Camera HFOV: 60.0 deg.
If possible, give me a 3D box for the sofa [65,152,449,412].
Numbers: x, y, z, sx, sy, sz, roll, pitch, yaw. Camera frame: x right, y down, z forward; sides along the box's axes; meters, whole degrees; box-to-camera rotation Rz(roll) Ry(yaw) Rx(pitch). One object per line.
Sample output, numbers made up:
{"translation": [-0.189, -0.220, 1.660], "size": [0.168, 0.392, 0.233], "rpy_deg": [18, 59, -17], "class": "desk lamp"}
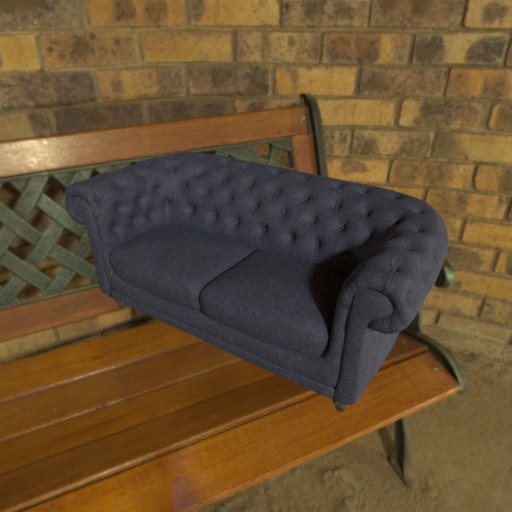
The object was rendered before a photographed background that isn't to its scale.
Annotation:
{"translation": [0.000, 0.000, 2.561], "size": [1.988, 0.833, 1.082], "rpy_deg": [18, 34, 29], "class": "sofa"}
